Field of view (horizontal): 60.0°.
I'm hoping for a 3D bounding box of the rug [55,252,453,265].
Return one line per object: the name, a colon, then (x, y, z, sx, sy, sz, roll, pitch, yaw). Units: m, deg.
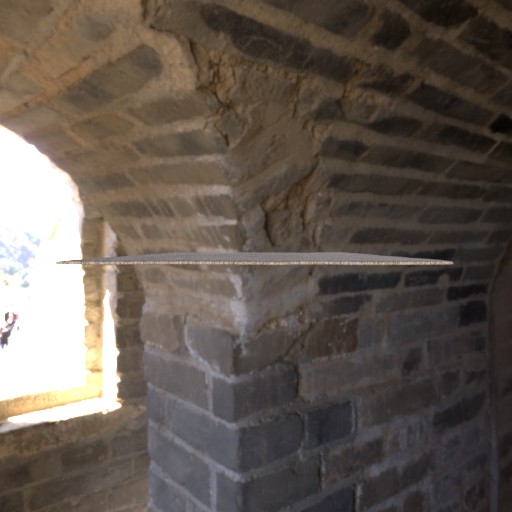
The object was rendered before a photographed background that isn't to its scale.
rug: (0.000, 0.000, 2.254, 1.211, 0.018, 1.822, 0, 1, 1)
